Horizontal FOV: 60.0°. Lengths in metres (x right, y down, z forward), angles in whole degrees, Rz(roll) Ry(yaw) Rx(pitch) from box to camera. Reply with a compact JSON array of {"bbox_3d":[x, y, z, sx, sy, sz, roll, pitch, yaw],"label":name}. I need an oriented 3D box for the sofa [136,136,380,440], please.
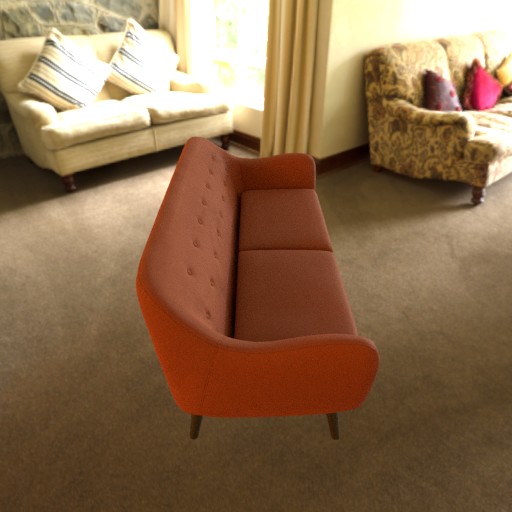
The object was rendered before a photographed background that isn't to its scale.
[{"bbox_3d":[0.000,0.000,2.278,0.820,0.836,1.840,0,32,0],"label":"sofa"}]
